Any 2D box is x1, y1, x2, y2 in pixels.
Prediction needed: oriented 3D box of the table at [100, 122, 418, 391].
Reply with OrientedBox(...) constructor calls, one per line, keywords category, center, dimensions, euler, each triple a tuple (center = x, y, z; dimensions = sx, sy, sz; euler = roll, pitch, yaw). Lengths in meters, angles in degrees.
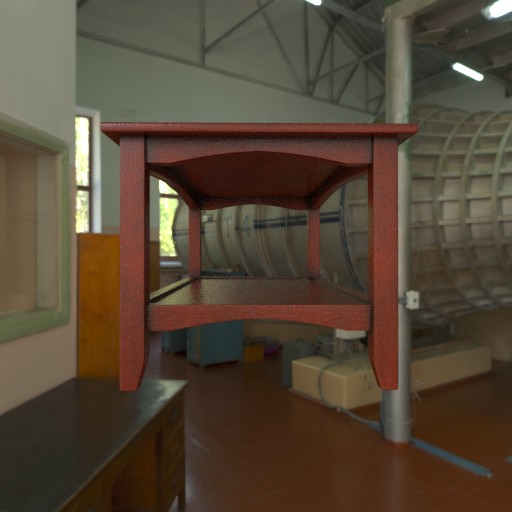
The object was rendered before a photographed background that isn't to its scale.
OrientedBox(category="table", center=(0.000, 0.000, 1.214), dimensions=(0.533, 0.456, 0.943), euler=(0, 1, -1))
